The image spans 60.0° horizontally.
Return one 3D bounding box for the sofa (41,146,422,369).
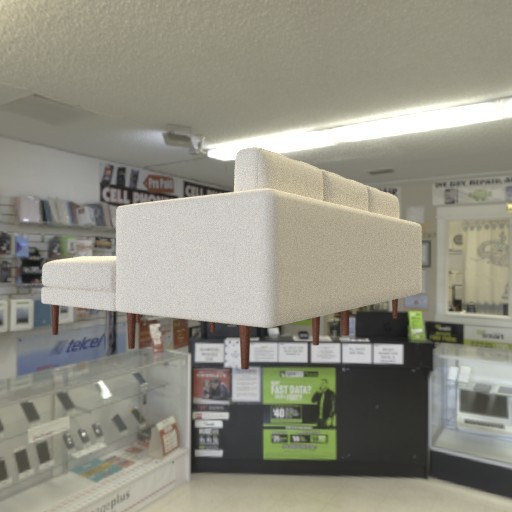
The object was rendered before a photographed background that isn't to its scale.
[{"bbox_3d":[0.000,0.000,2.886,1.580,0.899,2.029,0,-1,35],"label":"sofa"}]
